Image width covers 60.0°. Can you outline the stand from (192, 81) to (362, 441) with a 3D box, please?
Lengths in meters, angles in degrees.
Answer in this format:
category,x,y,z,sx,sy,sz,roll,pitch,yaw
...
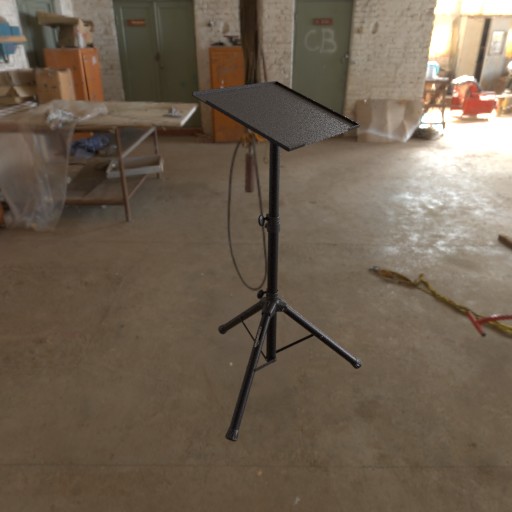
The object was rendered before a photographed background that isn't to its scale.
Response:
category,x,y,z,sx,sy,sz,roll,pitch,yaw
stand,0.000,0.000,1.693,0.702,1.198,0.702,18,32,32
